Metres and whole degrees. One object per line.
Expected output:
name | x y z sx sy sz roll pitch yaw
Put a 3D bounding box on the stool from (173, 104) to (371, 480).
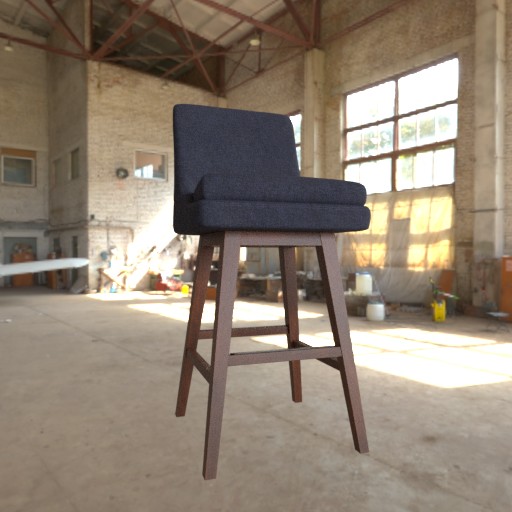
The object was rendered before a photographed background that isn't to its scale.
stool | 0.000 0.000 1.385 0.489 1.068 0.572 0 1 -19
